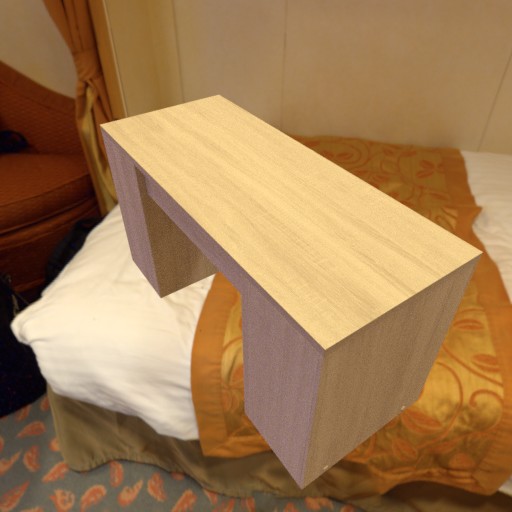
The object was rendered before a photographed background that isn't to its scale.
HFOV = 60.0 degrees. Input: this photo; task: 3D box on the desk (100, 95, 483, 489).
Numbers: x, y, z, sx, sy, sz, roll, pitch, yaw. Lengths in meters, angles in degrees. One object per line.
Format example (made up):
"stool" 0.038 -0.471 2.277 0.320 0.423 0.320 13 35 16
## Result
"desk" 0.000 0.000 1.762 0.600 0.740 1.390 -25 46 -26
